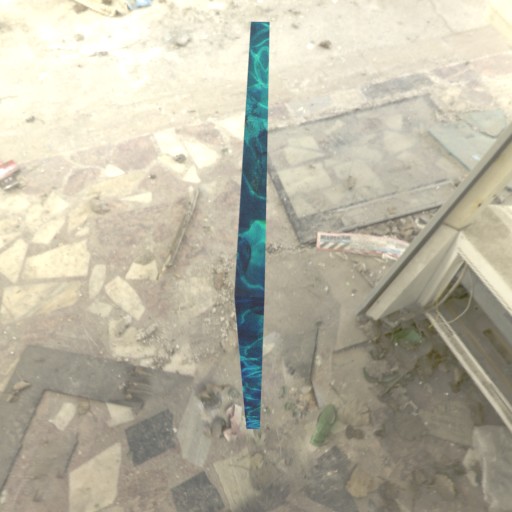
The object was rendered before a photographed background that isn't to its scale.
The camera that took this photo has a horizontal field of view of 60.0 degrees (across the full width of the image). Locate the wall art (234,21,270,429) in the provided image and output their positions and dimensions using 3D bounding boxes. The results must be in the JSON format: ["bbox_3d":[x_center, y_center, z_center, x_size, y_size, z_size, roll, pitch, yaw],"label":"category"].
[{"bbox_3d":[0.000,0.000,1.028,0.038,0.760,0.609,1,57,1],"label":"wall art"}]
